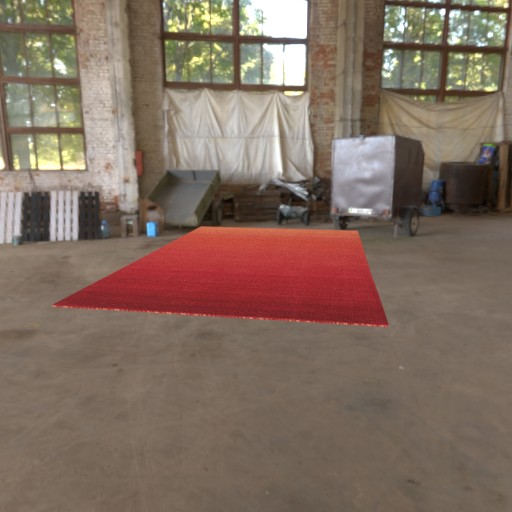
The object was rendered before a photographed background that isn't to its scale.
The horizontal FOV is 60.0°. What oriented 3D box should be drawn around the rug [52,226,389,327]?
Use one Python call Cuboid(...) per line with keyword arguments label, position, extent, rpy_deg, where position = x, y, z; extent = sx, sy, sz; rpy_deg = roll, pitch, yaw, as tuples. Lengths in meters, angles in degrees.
Cuboid(label="rug", position=(0.000, 0.000, 3.125), extent=(1.531, 0.010, 2.442), rpy_deg=(2, 13, 9))
